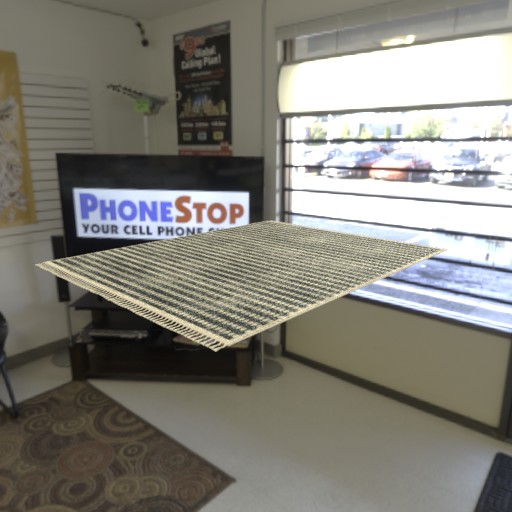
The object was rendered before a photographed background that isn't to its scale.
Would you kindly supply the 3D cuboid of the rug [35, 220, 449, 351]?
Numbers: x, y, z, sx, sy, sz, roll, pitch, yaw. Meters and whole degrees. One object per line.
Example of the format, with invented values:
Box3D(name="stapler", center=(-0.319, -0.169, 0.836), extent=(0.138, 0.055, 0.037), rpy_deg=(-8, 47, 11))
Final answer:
Box3D(name="rug", center=(0.000, 0.000, 3.898), extent=(2.256, 0.013, 2.910), rpy_deg=(13, 20, 42))
